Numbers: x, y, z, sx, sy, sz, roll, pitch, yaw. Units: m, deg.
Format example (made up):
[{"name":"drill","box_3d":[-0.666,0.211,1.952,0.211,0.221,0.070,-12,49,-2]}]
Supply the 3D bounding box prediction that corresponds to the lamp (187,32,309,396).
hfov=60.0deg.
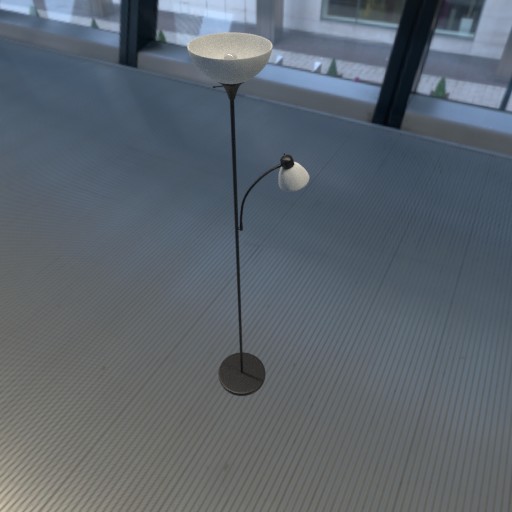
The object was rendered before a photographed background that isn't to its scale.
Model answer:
[{"name":"lamp","box_3d":[0.000,0.000,2.001,0.442,1.804,0.279,-12,43,-13]}]
